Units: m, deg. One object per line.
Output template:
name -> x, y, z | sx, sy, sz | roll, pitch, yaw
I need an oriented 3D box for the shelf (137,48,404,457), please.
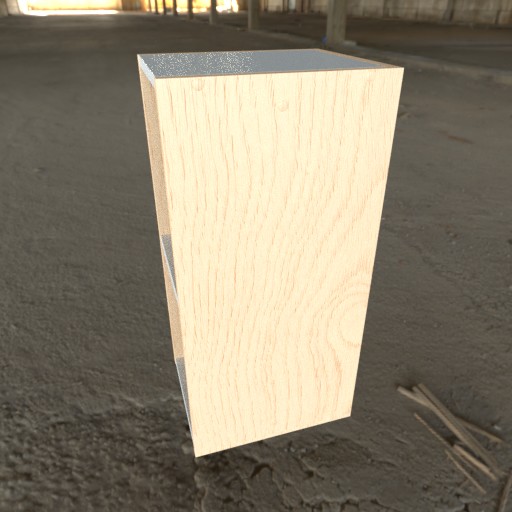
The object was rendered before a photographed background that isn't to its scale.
shelf -> 0.000, 0.000, 0.738 | 0.290, 0.600, 0.250 | -9, 31, -15
